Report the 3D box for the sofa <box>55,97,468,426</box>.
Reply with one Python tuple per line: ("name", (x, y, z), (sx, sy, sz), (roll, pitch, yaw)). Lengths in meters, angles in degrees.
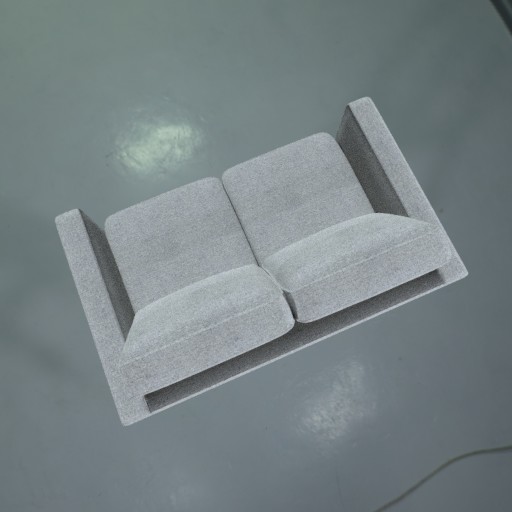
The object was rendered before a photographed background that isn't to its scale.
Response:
("sofa", (0.000, 0.000, 2.130), (1.527, 0.973, 0.969), (-22, 77, -6))
